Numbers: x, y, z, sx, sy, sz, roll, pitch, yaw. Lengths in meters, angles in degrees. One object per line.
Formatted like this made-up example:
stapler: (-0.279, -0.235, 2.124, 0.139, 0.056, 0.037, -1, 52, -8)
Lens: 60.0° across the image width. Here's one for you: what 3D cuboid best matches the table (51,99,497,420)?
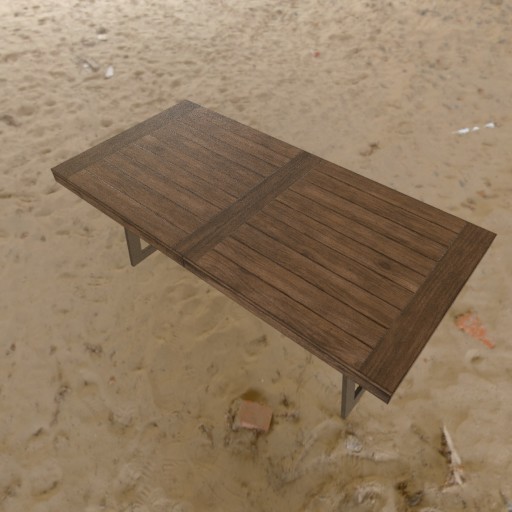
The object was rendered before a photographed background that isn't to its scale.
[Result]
table: (0.000, 0.000, 2.303, 1.867, 0.757, 0.931, 31, 54, 26)
